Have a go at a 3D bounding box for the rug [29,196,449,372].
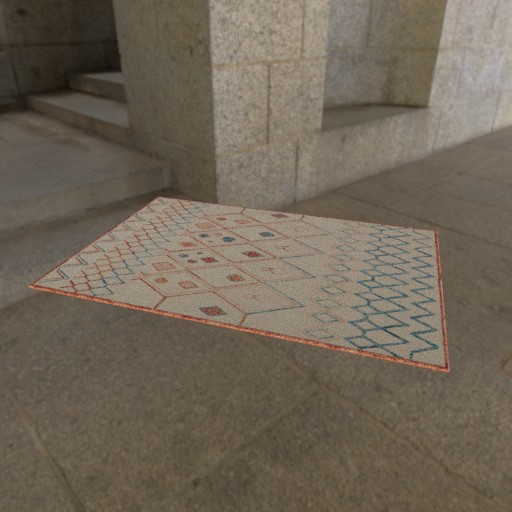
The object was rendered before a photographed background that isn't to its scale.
[{"bbox_3d":[0.000,0.000,2.323,1.829,0.016,1.219,9,30,16],"label":"rug"}]
